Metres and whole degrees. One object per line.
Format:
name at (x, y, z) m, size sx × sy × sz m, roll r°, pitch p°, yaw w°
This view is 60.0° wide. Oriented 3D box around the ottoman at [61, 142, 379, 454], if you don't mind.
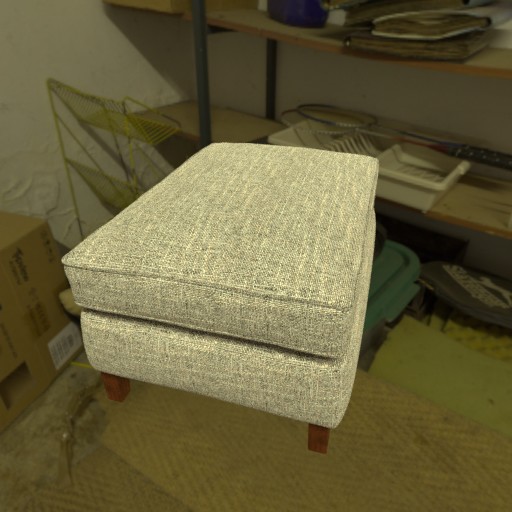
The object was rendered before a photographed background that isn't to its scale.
ottoman at (0.000, 0.000, 0.998) m, size 0.508 × 0.406 × 0.686 m, roll 9°, pitch 32°, yaw 14°
